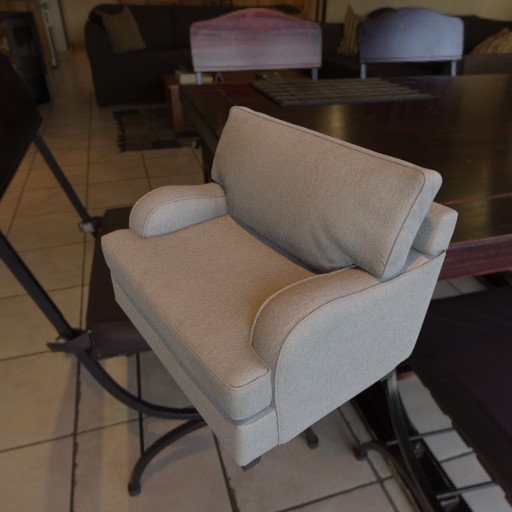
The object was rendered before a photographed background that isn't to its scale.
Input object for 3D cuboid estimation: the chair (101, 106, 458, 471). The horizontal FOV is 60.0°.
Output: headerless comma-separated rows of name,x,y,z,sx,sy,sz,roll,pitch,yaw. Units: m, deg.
chair,0.000,0.000,1.967,1.041,1.016,1.220,-20,37,-30
